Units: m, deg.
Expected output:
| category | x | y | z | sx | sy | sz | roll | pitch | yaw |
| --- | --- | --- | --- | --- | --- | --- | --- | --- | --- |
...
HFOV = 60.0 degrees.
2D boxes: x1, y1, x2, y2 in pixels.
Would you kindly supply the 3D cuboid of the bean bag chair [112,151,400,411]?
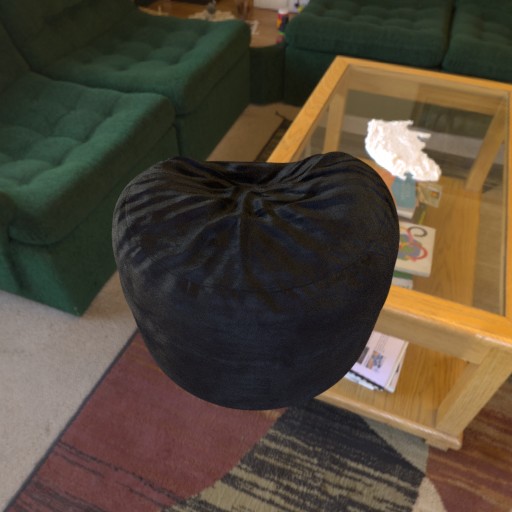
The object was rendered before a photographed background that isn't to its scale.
| category | x | y | z | sx | sy | sz | roll | pitch | yaw |
| --- | --- | --- | --- | --- | --- | --- | --- | --- | --- |
| bean bag chair | 0.000 | 0.000 | 1.544 | 0.918 | 0.616 | 0.918 | 0 | 47 | 0 |
